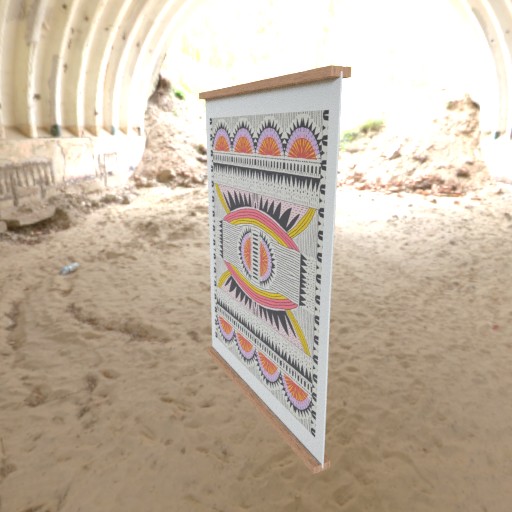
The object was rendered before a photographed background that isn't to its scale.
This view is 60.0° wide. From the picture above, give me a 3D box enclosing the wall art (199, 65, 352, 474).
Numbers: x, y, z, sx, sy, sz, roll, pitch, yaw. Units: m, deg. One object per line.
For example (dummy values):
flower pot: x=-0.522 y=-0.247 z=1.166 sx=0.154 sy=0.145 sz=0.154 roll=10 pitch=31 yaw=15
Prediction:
wall art: x=0.000 y=0.000 z=0.722 sx=0.028 sy=0.527 sz=0.403 roll=-8 pitch=18 yaw=-27
